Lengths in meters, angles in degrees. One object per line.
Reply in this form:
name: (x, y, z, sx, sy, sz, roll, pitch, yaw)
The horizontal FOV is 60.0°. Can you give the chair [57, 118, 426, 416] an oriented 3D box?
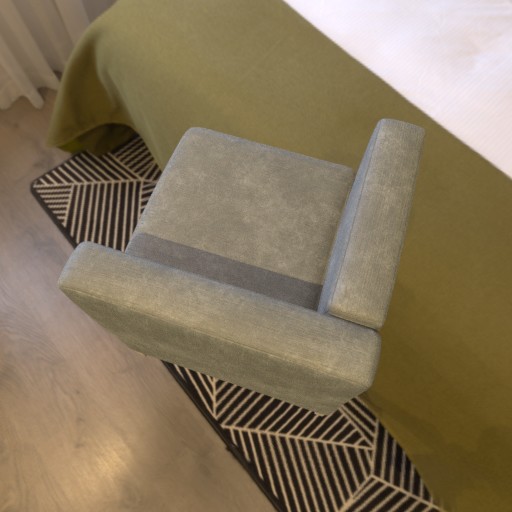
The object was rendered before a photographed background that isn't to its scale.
chair: (0.000, 0.000, 1.259, 0.680, 0.660, 0.680, 17, 67, 7)
